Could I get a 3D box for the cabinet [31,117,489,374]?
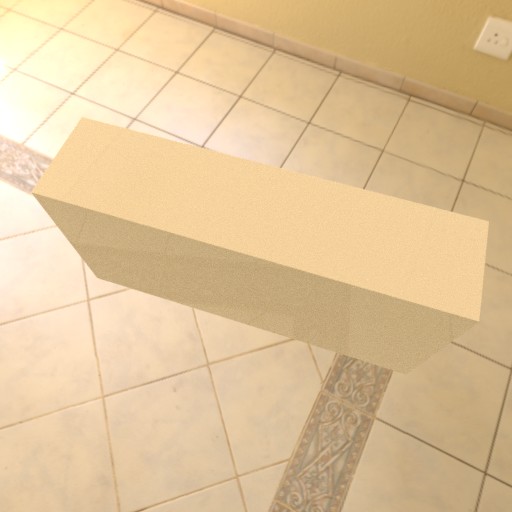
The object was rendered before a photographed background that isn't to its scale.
[{"bbox_3d":[0.000,0.000,1.994,1.650,0.800,0.400,16,64,8],"label":"cabinet"}]
